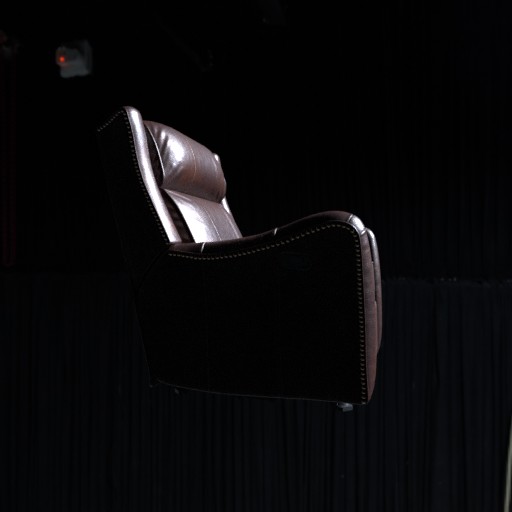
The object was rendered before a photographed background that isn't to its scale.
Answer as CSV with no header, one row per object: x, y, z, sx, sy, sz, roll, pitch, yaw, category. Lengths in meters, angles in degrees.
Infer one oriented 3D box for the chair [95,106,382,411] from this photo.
0.000,0.000,1.876,1.008,1.084,0.869,0,0,17,chair
